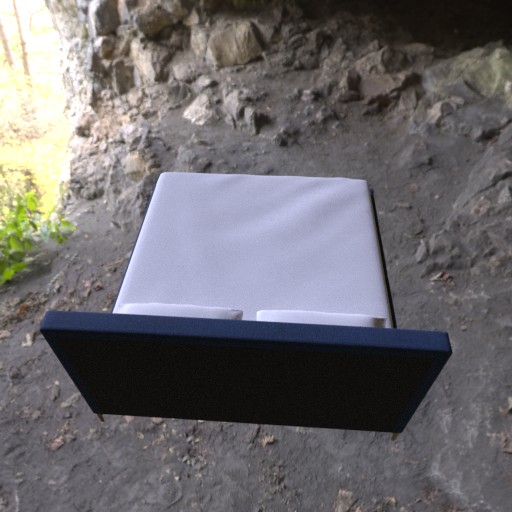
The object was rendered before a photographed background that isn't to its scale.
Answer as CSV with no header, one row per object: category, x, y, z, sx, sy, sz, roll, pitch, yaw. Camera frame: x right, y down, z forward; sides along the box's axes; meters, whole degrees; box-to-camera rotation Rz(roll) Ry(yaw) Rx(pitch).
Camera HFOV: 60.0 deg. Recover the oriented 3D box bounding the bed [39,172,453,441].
bed,0.000,0.000,3.381,2.096,1.231,2.232,3,48,2
